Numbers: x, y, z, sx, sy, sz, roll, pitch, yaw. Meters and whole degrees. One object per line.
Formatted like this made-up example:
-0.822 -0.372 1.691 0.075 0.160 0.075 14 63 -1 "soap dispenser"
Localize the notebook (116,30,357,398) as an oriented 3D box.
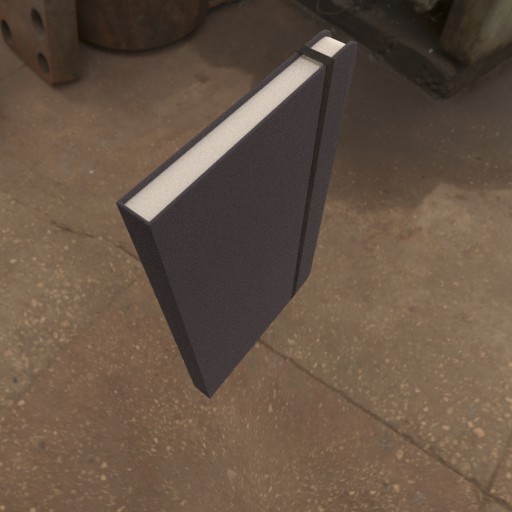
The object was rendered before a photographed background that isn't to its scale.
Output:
0.000 0.000 0.256 0.016 0.213 0.127 33 64 19 "notebook"
